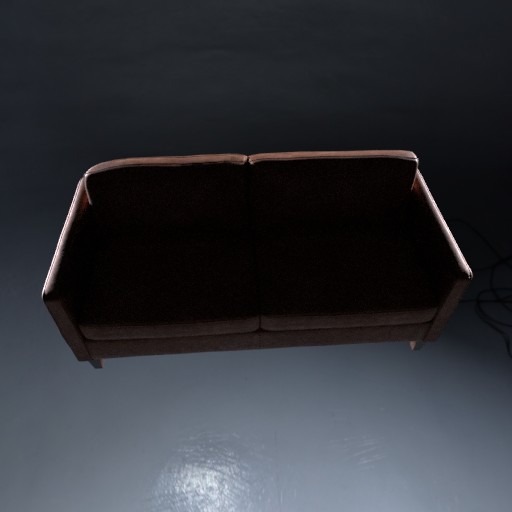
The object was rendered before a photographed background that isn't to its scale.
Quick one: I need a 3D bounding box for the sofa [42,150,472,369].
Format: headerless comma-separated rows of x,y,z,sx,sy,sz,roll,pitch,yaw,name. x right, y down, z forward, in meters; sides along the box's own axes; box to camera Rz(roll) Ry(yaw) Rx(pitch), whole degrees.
0.000,0.000,2.448,1.971,0.863,0.923,-3,47,-2,sofa
